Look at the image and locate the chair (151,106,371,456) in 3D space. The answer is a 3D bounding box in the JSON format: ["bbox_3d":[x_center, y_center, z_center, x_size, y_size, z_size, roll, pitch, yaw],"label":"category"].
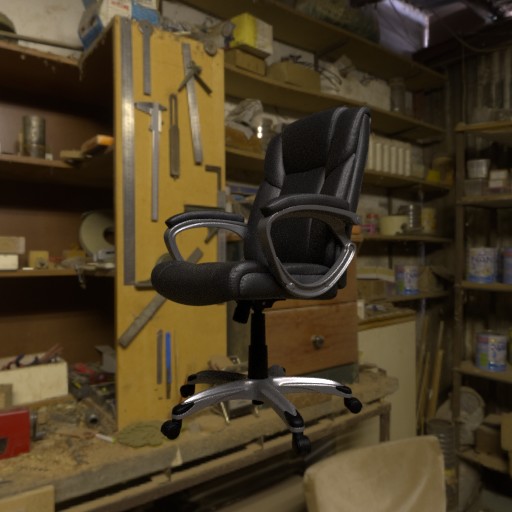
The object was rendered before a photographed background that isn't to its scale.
[{"bbox_3d":[0.000,0.000,1.579,0.719,1.130,0.721,0,0,-36],"label":"chair"}]
